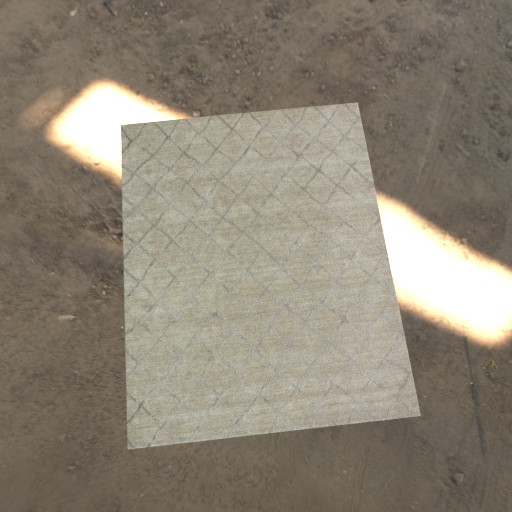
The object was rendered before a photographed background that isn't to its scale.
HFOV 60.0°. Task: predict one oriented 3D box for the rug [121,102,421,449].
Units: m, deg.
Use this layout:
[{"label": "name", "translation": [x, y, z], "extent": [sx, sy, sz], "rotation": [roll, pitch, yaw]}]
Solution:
[{"label": "rug", "translation": [0.000, 0.000, 4.070], "extent": [2.420, 0.019, 3.038], "rotation": [-6, 73, -2]}]
